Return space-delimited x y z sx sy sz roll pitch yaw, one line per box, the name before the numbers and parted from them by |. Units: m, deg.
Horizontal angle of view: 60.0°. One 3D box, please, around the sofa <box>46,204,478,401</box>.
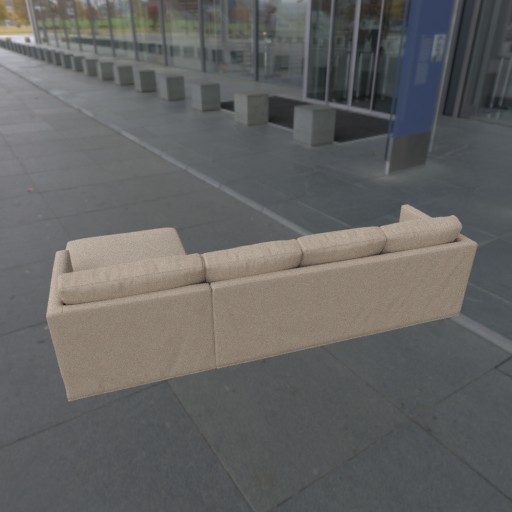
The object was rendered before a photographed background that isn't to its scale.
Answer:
sofa | 0.000 0.000 3.850 3.177 0.867 1.622 -9 29 -16
